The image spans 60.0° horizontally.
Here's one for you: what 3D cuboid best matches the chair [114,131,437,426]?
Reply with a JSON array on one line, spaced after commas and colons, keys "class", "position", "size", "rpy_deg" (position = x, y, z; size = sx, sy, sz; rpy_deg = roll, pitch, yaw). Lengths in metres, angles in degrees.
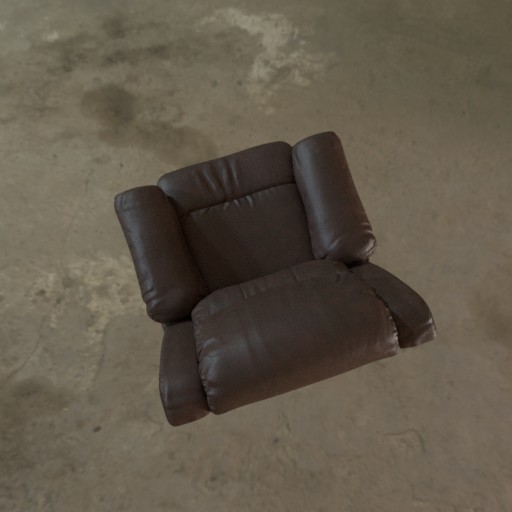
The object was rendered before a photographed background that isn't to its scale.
[{"class": "chair", "position": [0.000, 0.000, 1.246], "size": [0.680, 0.702, 0.707], "rpy_deg": [-17, 77, -4]}]
